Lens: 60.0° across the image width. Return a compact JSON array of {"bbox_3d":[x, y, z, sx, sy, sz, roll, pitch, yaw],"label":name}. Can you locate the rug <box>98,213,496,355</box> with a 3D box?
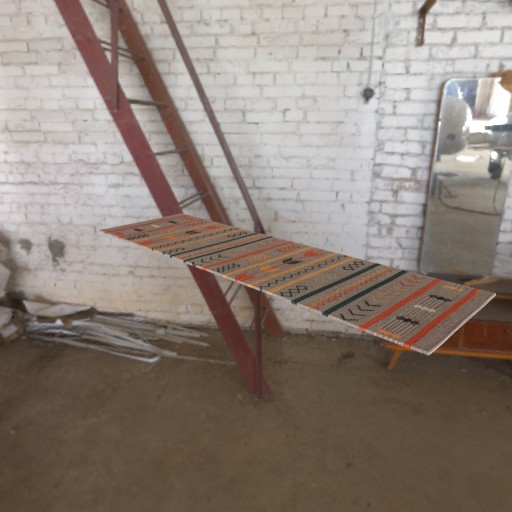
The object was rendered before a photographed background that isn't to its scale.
[{"bbox_3d":[0.000,0.000,2.615,2.419,0.022,0.744,17,25,41],"label":"rug"}]
